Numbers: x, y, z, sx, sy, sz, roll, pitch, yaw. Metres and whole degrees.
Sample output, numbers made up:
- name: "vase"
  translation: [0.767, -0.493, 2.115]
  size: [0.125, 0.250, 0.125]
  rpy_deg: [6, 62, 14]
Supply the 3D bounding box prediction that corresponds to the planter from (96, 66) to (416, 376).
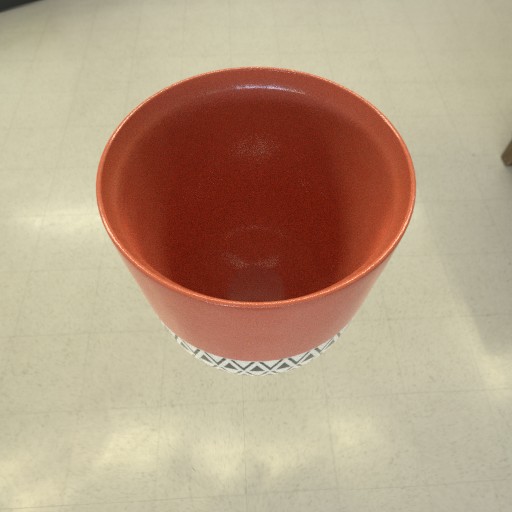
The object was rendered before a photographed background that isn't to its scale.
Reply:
- name: "planter"
  translation: [0.000, 0.000, 0.364]
  size: [0.195, 0.214, 0.195]
  rpy_deg: [0, 58, 0]
